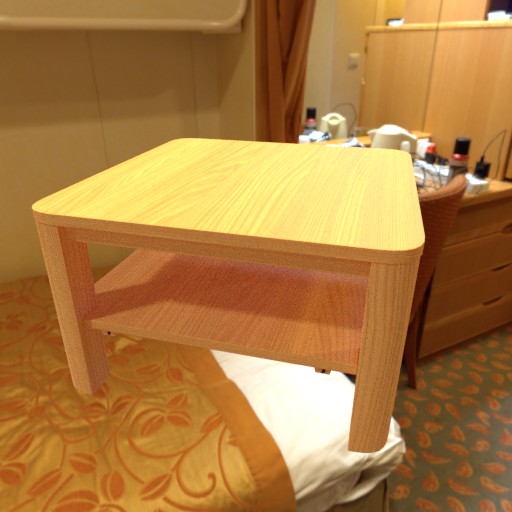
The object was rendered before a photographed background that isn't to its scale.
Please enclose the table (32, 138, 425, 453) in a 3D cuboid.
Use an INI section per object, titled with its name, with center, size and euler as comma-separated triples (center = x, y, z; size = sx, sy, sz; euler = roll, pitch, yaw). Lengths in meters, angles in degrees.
[table]
center = 0.000, 0.000, 1.188
size = 0.750, 0.450, 0.750
euler = 7, 27, 14
